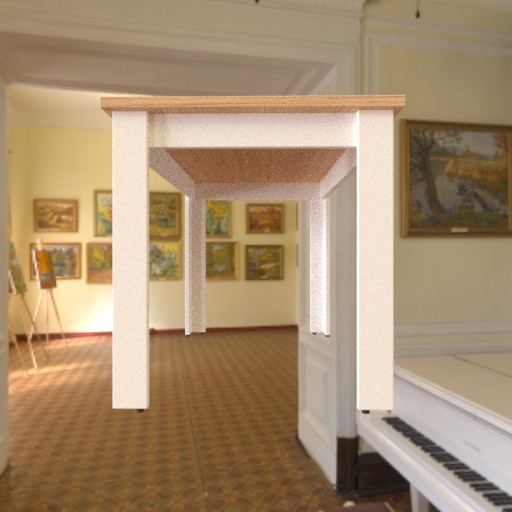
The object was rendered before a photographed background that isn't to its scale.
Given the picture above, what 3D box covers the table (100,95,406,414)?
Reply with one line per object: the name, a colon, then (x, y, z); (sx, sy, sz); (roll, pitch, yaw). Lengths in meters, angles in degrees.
table: (0.000, 0.000, 1.563); (0.700, 0.734, 1.100); (0, 0, 1)
